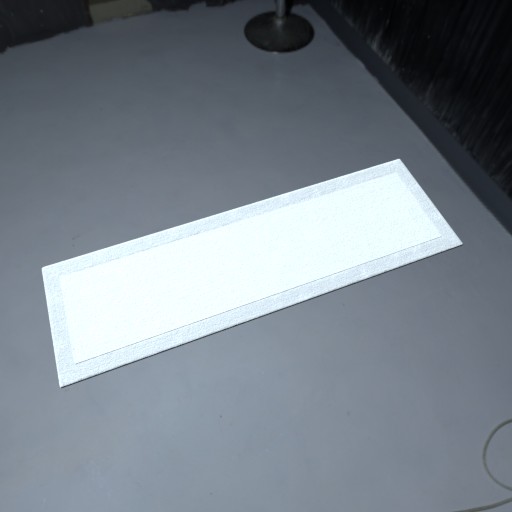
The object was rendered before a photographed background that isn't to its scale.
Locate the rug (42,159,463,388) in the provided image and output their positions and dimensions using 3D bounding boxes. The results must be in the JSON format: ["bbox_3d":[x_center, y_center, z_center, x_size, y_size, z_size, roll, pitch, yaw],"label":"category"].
[{"bbox_3d":[0.000,0.000,2.668,2.430,0.012,0.759,-18,61,-11],"label":"rug"}]
